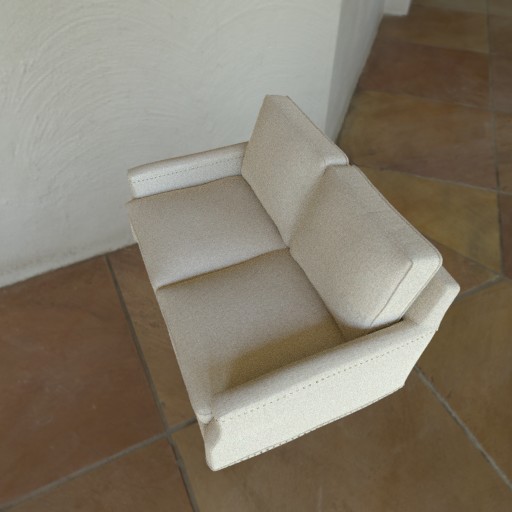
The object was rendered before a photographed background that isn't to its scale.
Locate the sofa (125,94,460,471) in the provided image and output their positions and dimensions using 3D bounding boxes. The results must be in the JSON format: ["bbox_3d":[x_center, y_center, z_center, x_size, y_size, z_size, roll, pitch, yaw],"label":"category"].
[{"bbox_3d":[0.000,0.000,2.262,1.084,1.003,1.597,-17,50,-15],"label":"sofa"}]
